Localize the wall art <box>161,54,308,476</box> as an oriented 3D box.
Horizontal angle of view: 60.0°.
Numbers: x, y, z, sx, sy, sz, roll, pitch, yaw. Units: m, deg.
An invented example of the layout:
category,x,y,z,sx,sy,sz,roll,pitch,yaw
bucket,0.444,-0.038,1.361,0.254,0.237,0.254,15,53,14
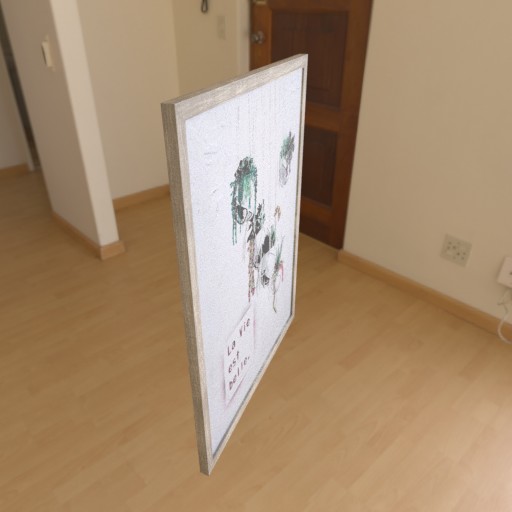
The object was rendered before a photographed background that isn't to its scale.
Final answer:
category,x,y,z,sx,sy,sz,roll,pitch,yaw
wall art,0.000,0.000,1.317,0.035,1.022,0.781,12,32,19
